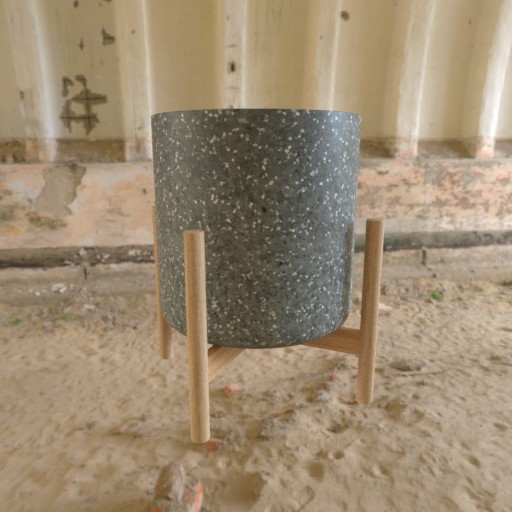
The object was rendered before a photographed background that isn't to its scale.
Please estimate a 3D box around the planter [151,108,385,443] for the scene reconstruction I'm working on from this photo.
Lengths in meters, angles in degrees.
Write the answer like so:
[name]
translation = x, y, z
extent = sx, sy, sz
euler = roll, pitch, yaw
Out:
[planter]
translation = 0.000, 0.000, 0.703
extent = 0.360, 0.419, 0.360
euler = -12, 18, -42
